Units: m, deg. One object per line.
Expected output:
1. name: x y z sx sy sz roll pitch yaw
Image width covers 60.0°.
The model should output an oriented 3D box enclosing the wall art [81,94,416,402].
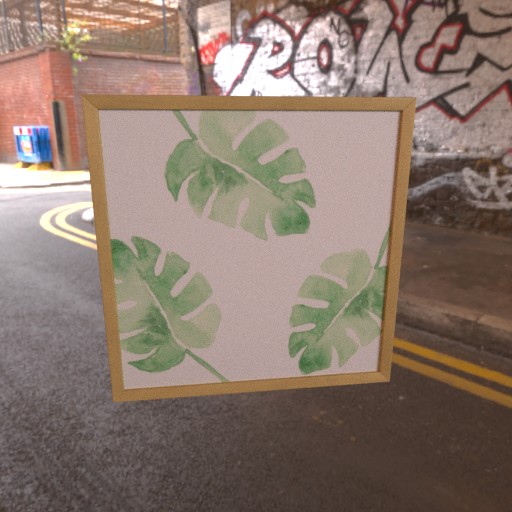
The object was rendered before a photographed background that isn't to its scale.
1. wall art: 0.000 0.000 1.124 0.763 0.763 0.037 -2 16 -7
